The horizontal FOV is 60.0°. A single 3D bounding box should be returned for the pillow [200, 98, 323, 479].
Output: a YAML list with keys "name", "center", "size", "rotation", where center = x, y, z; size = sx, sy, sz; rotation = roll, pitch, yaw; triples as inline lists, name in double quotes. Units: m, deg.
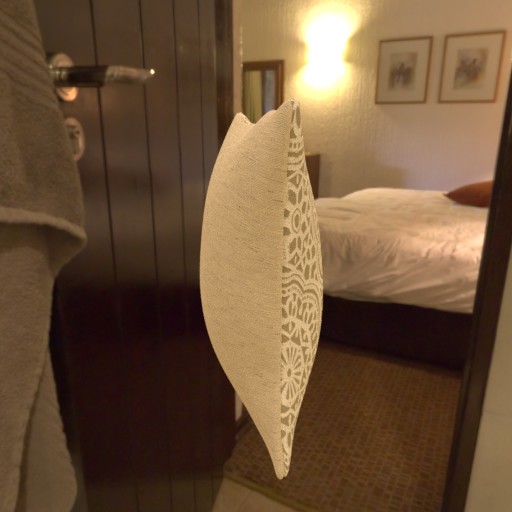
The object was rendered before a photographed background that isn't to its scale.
- name: "pillow"
  center: [0.000, 0.000, 0.658]
  size: [0.167, 0.421, 0.438]
  rotation: [-3, 17, -8]
